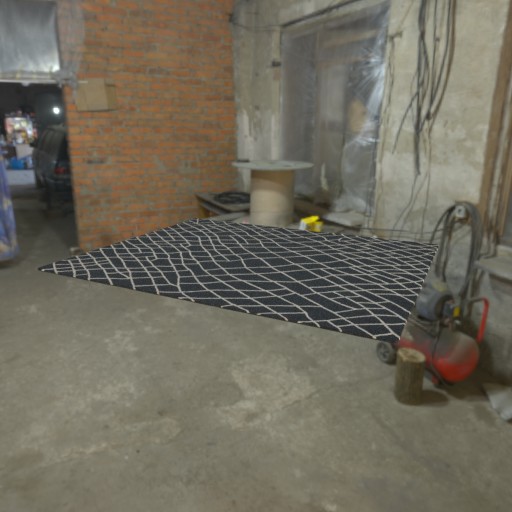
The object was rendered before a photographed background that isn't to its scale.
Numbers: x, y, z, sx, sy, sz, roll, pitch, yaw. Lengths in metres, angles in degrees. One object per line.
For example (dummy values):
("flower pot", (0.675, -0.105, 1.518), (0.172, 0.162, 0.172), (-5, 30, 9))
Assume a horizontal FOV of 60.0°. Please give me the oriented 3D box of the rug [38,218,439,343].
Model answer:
("rug", (0.000, 0.000, 4.227), (3.047, 0.022, 2.439), (8, 18, 26))
